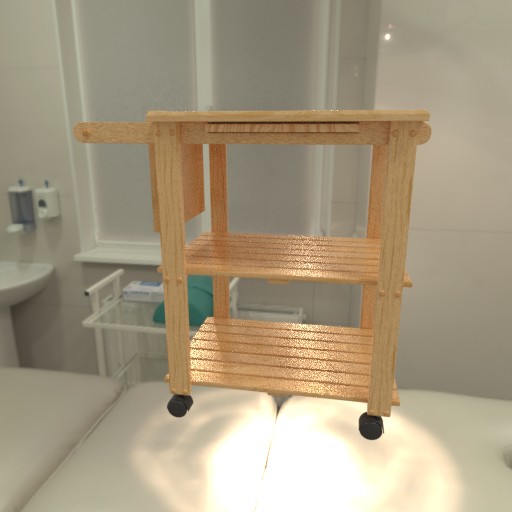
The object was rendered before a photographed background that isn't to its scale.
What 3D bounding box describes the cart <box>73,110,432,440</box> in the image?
[{"bbox_3d":[0.000,0.000,1.322,0.843,0.816,0.520,3,16,10],"label":"cart"}]
